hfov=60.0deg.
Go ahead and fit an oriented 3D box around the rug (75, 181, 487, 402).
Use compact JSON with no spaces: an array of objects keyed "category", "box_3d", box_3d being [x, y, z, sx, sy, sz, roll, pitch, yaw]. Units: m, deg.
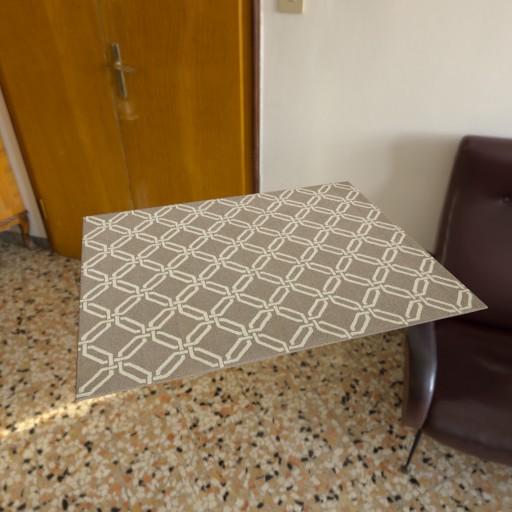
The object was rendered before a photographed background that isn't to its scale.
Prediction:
[{"category":"rug","box_3d":[0.000,0.000,3.835,2.895,0.018,2.288,-10,36,-14]}]
